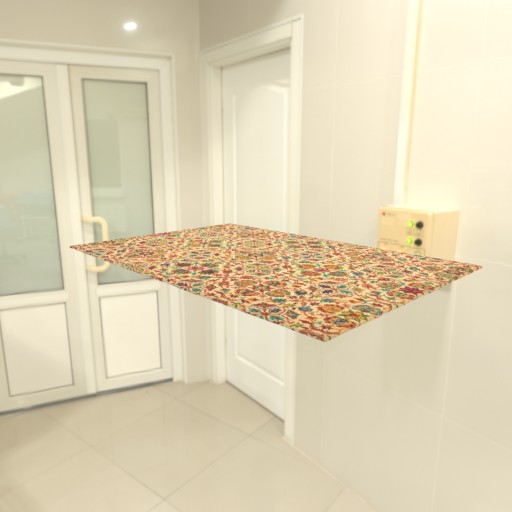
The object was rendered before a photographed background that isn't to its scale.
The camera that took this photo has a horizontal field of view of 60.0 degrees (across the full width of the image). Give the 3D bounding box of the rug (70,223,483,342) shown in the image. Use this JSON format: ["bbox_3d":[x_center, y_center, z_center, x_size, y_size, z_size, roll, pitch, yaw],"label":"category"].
[{"bbox_3d":[0.000,0.000,2.332,1.226,0.013,1.838,-12,18,-43],"label":"rug"}]
